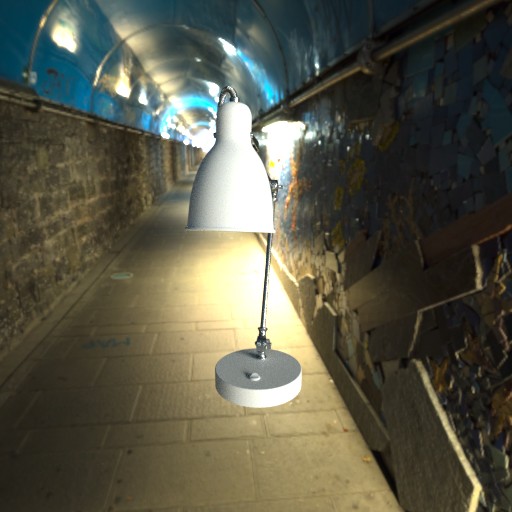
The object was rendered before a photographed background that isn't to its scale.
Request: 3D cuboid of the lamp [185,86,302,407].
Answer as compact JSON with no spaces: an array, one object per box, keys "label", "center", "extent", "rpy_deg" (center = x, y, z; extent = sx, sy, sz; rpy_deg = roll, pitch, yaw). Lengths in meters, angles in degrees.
[{"label":"lamp","center":[0.000,0.000,0.868],"extent":[0.187,0.587,0.561],"rpy_deg":[2,14,9]}]
